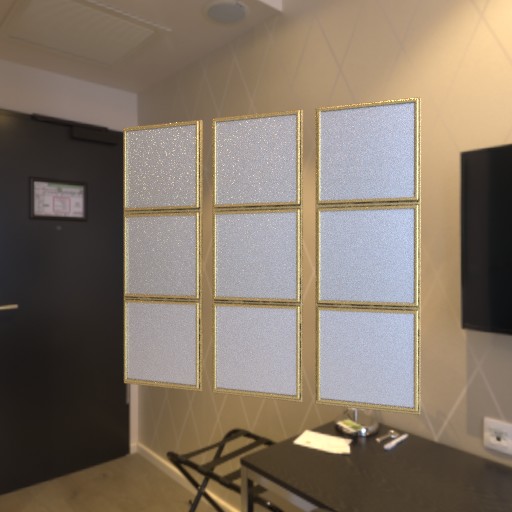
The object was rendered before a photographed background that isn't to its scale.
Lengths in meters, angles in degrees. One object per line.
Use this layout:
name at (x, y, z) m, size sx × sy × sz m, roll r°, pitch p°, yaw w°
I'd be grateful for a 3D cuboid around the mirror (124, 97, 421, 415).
mirror at (0.000, 0.000, 1.452) m, size 1.011 × 0.926 × 0.023 m, roll 0°, pitch 0°, yaw 18°
